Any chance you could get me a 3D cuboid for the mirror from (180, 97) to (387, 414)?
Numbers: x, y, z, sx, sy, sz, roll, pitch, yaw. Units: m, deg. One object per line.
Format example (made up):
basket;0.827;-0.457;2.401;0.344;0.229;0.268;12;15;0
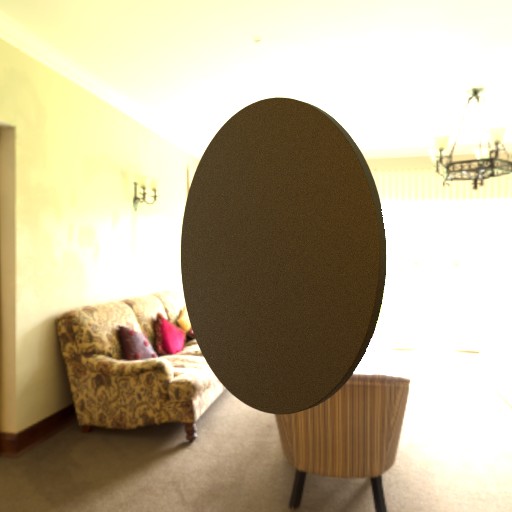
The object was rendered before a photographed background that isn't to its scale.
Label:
mirror;0.000;0.000;1.572;0.036;1.077;1.077;0;1;-37
